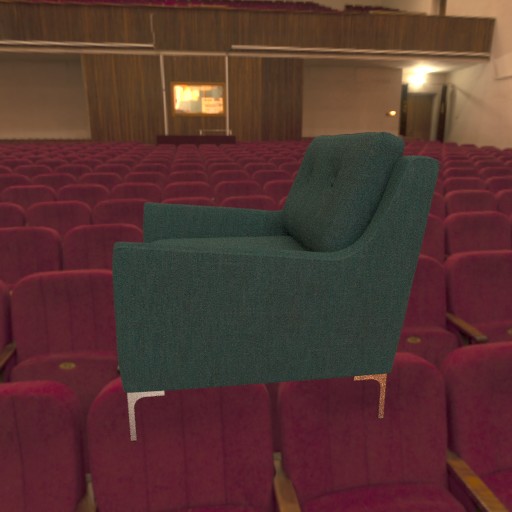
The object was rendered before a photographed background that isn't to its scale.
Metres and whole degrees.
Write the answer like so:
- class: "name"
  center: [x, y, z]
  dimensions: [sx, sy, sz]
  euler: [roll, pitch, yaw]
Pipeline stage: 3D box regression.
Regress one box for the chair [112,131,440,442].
- class: "chair"
  center: [0.000, 0.000, 1.554]
  dimensions: [0.849, 0.828, 0.847]
  euler: [-2, 14, -8]
